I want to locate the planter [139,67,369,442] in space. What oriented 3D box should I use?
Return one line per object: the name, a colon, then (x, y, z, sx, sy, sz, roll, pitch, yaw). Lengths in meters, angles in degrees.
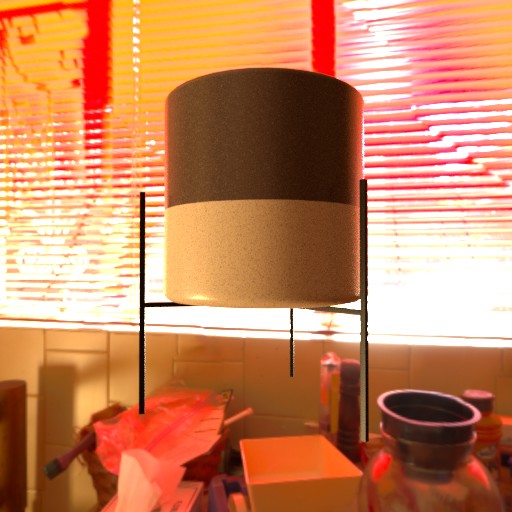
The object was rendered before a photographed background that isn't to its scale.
planter: (0.000, 0.000, 0.515, 0.260, 0.353, 0.250, 0, -1, -19)
